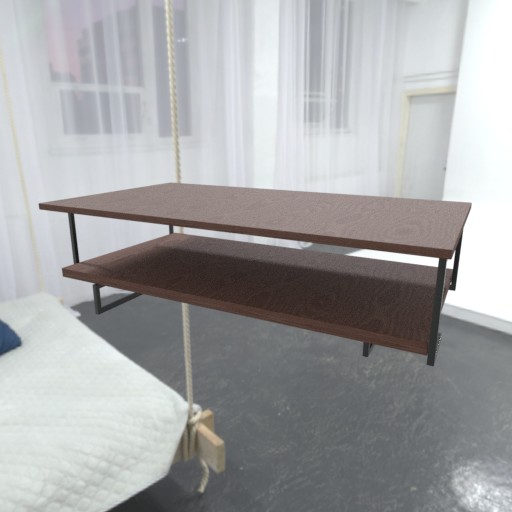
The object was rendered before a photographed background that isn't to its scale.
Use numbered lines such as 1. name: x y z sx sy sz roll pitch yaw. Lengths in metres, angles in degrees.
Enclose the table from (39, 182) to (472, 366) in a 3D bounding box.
1. table: 0.000 0.000 1.440 1.197 0.347 0.651 8 18 27
